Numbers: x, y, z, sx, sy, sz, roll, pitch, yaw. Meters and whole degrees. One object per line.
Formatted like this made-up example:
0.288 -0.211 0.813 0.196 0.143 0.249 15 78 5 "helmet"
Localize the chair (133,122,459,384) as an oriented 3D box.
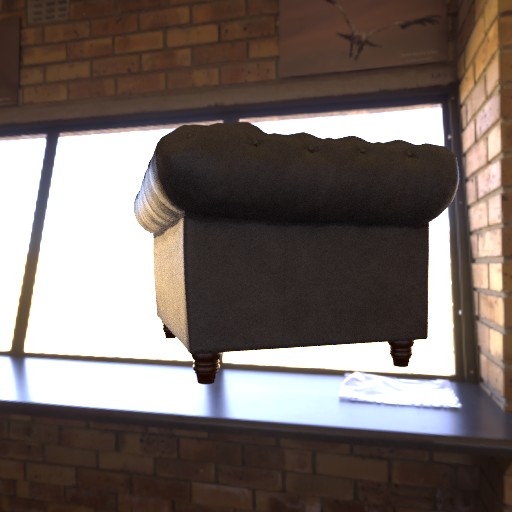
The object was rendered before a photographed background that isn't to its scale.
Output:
0.000 0.000 1.837 0.943 0.780 1.298 0 -1 -18 "chair"
